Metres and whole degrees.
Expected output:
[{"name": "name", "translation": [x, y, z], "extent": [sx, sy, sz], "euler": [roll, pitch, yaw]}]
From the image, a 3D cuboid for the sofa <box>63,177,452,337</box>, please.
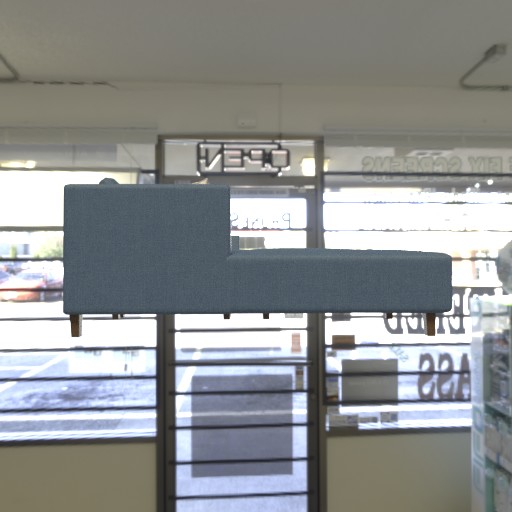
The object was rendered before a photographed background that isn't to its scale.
[{"name": "sofa", "translation": [0.000, 0.000, 3.109], "extent": [1.829, 0.787, 2.120], "euler": [0, -1, -1]}]
